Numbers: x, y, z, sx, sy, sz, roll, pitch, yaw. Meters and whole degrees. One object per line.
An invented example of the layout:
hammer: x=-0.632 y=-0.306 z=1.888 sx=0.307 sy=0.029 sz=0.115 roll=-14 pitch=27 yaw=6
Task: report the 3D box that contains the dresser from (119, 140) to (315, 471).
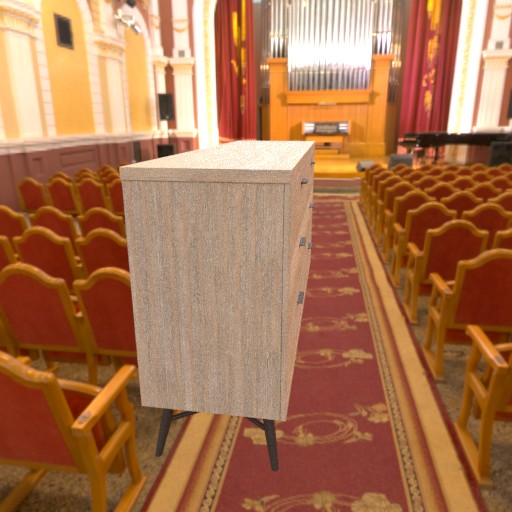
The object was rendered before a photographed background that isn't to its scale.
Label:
dresser: x=0.000 y=0.000 z=1.949 sx=0.457 sy=0.914 sz=1.524 roll=3 pitch=17 yaw=9
